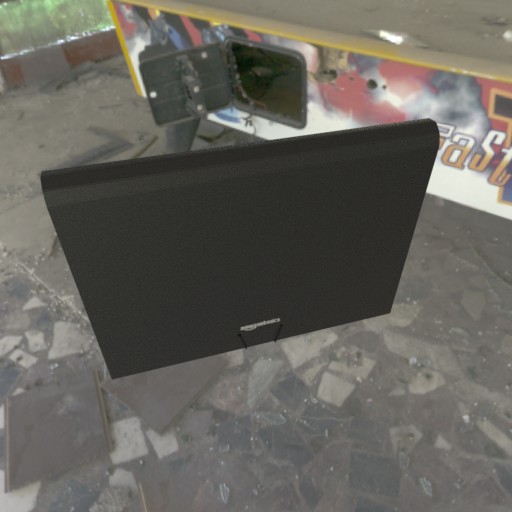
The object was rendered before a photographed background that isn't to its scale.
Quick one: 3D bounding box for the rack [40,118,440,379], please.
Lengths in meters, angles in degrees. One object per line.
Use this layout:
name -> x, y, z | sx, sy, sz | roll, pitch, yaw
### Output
rack -> 0.000, 0.000, 0.441 | 0.330, 0.241, 0.041 | -11, 43, -12
